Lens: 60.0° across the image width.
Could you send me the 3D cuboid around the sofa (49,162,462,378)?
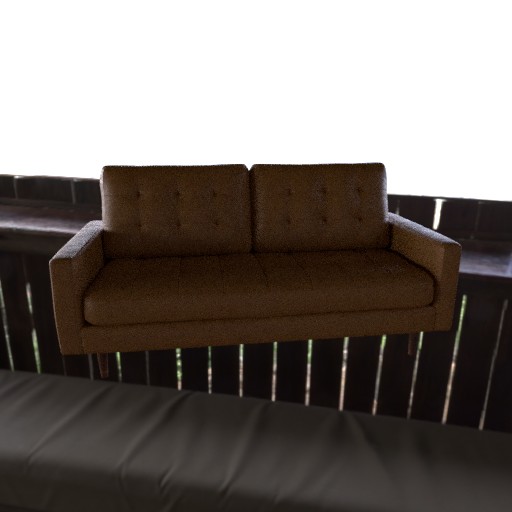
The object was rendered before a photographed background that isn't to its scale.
[{"bbox_3d":[0.000,0.000,2.295,1.821,0.898,0.850,-2,17,-8],"label":"sofa"}]
